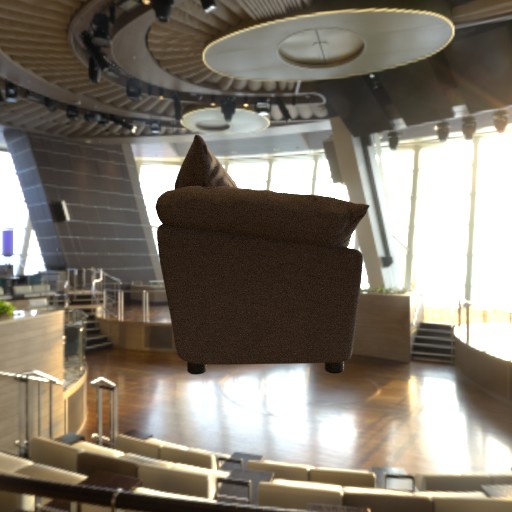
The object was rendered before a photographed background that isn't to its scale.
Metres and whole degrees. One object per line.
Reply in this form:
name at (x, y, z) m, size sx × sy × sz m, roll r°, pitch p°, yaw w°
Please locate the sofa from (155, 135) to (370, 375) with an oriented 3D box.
sofa at (0.000, 0.000, 2.949) m, size 0.927 × 1.043 × 2.390 m, roll 0°, pitch 0°, yaw -2°
